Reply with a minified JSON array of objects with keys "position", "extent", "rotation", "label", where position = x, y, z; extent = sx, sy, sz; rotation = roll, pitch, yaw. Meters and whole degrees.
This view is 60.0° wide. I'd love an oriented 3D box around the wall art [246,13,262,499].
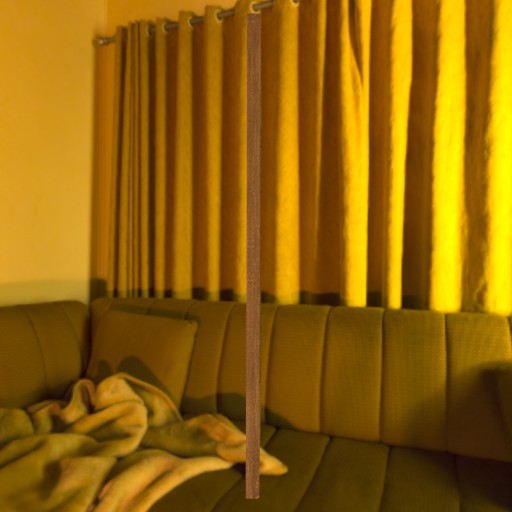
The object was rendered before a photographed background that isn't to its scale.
[{"position":[0.000,0.000,1.323],"extent":[0.035,1.022,0.781],"rotation":[0,0,1],"label":"wall art"}]
